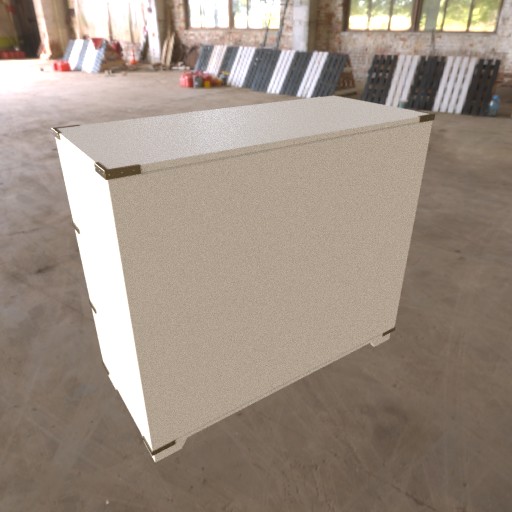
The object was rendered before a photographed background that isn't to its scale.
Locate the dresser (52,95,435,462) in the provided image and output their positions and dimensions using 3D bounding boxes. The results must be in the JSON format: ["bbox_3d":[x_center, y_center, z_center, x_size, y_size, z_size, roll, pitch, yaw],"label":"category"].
[{"bbox_3d":[0.000,0.000,1.492,1.022,0.891,0.460,-18,33,-30],"label":"dresser"}]
